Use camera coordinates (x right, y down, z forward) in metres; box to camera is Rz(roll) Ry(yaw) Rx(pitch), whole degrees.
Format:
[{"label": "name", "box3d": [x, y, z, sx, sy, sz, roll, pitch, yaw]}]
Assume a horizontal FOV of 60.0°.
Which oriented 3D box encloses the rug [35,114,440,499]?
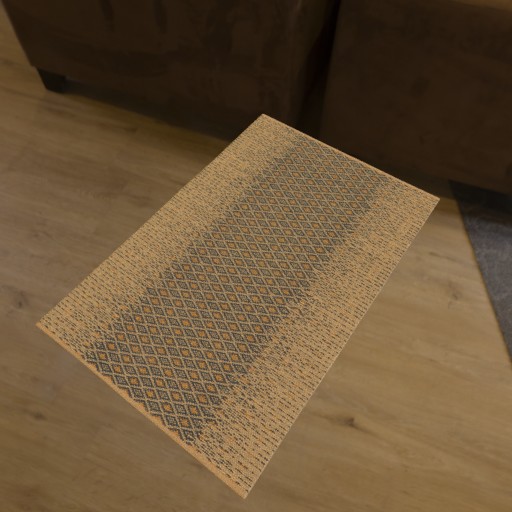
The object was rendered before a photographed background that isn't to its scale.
[{"label": "rug", "box3d": [0.000, 0.000, 2.273, 1.219, 0.005, 1.828, 31, 62, 19]}]
